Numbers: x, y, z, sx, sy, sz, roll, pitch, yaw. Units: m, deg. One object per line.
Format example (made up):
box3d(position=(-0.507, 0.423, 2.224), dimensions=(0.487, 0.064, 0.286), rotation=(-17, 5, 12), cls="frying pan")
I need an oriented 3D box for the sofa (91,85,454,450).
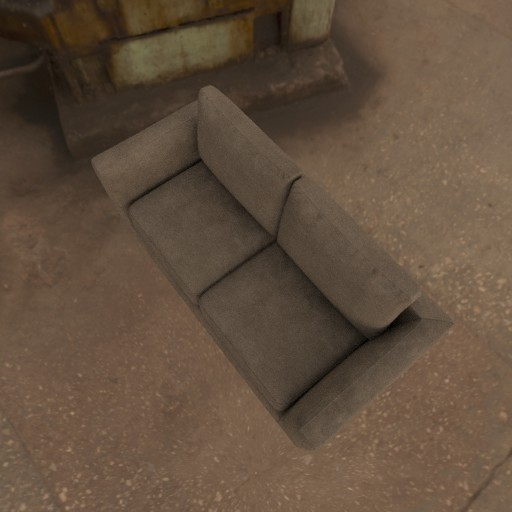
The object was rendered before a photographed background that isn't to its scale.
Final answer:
box3d(position=(0.000, 0.000, 2.385), dimensions=(0.855, 1.013, 1.832), rotation=(-35, 69, -16), cls="sofa")
